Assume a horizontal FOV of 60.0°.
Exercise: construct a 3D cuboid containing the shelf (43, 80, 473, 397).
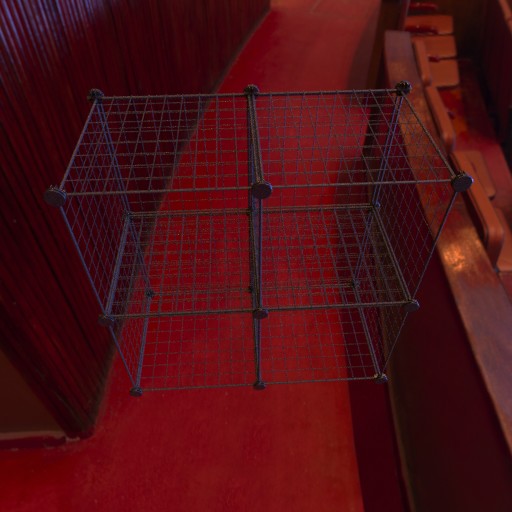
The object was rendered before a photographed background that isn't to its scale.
[{"bbox_3d":[0.000,0.000,1.101,0.711,0.711,0.356,-2,46,-2],"label":"shelf"}]
